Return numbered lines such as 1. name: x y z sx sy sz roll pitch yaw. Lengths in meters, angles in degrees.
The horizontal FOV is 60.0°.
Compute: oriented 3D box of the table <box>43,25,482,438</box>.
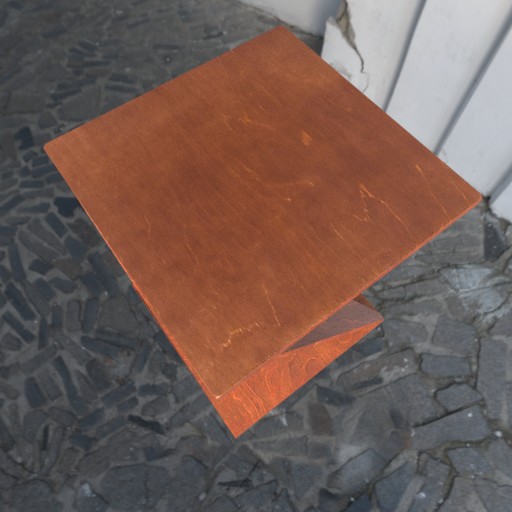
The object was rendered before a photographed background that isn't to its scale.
1. table: 0.000 0.000 0.832 0.427 0.520 0.427 -34 68 -16
